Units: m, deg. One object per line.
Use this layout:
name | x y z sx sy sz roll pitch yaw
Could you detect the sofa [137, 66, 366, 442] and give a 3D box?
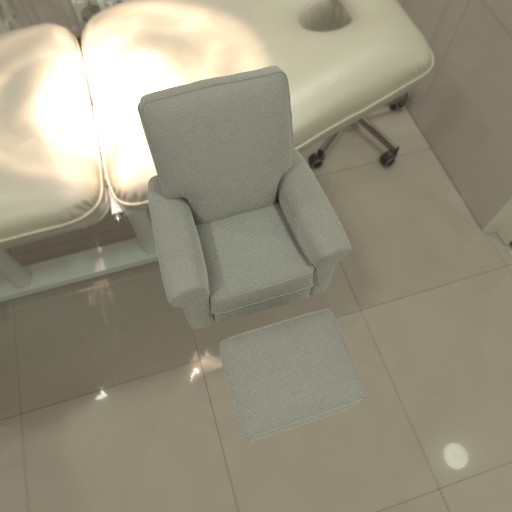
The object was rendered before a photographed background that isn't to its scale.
sofa | 0.000 0.000 2.056 0.880 0.959 1.478 -16 65 -8
